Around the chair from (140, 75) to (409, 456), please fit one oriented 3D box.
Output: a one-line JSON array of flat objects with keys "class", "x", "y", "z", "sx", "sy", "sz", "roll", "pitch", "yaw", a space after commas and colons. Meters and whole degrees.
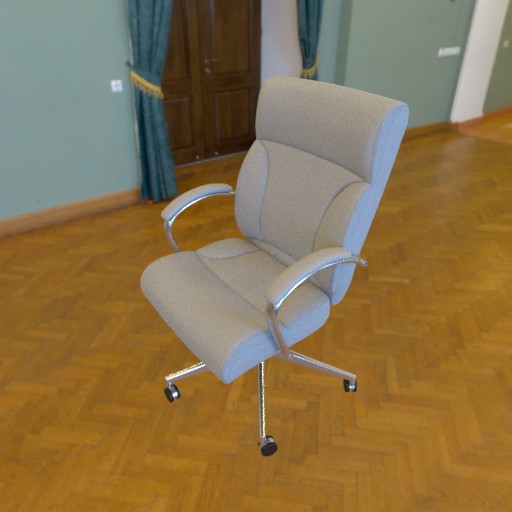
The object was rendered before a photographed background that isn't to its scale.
[{"class": "chair", "x": 0.000, "y": 0.000, "z": 1.564, "sx": 0.745, "sy": 1.099, "sz": 0.727, "roll": -21, "pitch": 37, "yaw": -31}]
